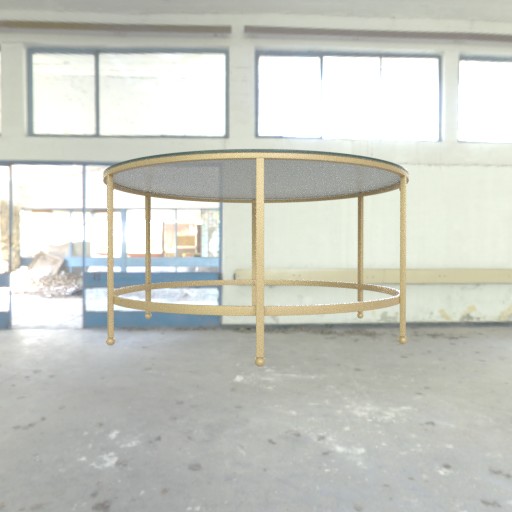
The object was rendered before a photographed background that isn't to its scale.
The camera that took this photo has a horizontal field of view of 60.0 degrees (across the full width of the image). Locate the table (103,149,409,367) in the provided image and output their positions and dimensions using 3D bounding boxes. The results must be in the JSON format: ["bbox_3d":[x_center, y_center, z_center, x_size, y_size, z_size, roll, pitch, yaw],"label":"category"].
[{"bbox_3d":[0.000,0.000,1.404,0.914,0.470,0.914,0,1,0],"label":"table"}]
